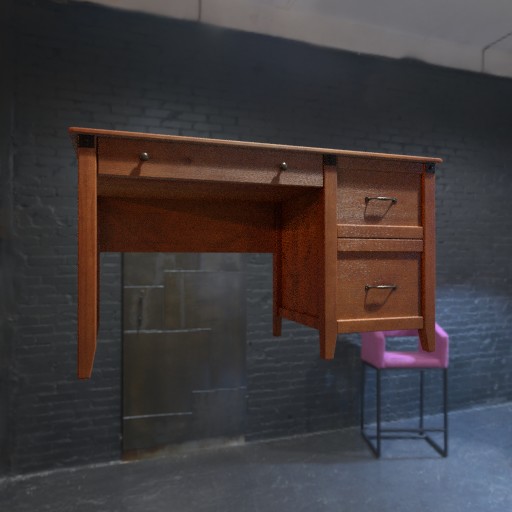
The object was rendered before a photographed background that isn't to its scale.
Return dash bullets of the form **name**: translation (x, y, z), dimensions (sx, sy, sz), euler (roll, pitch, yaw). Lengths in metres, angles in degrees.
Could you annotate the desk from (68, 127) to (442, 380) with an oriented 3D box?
- **desk**: translation (0.000, 0.000, 1.785), dimensions (1.353, 0.756, 0.574), euler (0, 0, -18)
